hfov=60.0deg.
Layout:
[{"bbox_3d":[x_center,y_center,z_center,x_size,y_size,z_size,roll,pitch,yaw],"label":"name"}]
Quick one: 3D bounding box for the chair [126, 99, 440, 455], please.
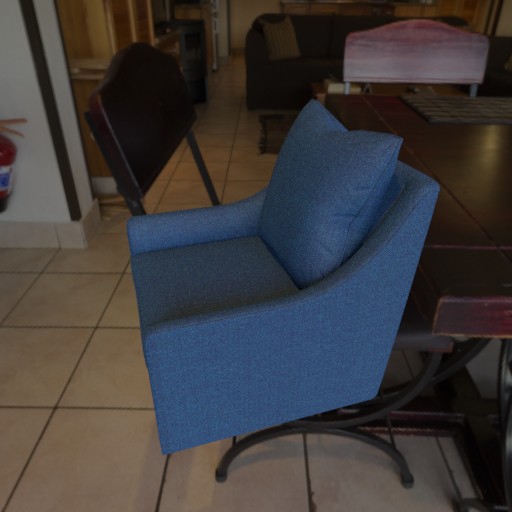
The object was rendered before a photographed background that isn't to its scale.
[{"bbox_3d":[0.000,0.000,1.587,0.870,0.939,0.750,-9,32,-15],"label":"chair"}]
